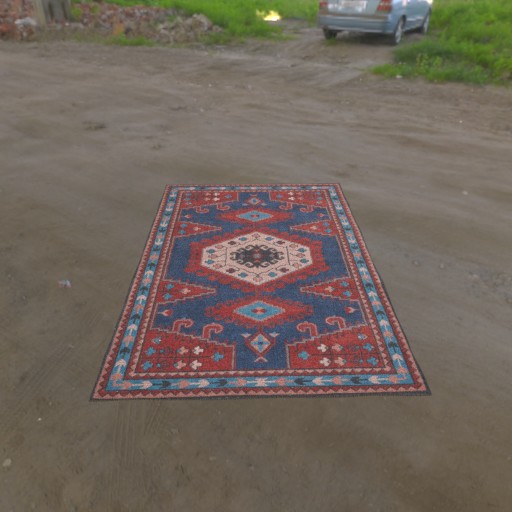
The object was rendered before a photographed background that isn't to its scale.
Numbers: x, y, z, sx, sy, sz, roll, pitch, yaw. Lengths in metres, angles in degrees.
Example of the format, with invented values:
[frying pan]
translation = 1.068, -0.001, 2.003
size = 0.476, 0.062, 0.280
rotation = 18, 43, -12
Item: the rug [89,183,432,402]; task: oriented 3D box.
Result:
[rug]
translation = 0.000, 0.000, 2.306
size = 1.207, 0.012, 1.820
rotation = -1, 33, -1
